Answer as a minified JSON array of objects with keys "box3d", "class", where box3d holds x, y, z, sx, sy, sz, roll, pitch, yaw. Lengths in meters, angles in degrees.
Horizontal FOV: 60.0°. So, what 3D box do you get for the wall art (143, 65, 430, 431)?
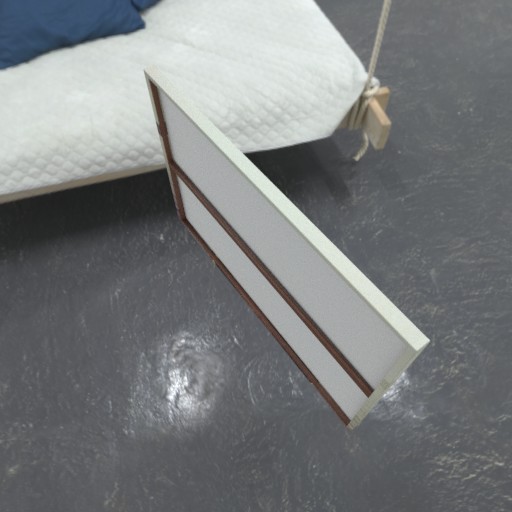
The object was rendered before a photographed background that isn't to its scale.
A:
[{"box3d":[0.000,0.000,1.465,0.040,0.765,1.149,-32,62,-19],"class":"wall art"}]
